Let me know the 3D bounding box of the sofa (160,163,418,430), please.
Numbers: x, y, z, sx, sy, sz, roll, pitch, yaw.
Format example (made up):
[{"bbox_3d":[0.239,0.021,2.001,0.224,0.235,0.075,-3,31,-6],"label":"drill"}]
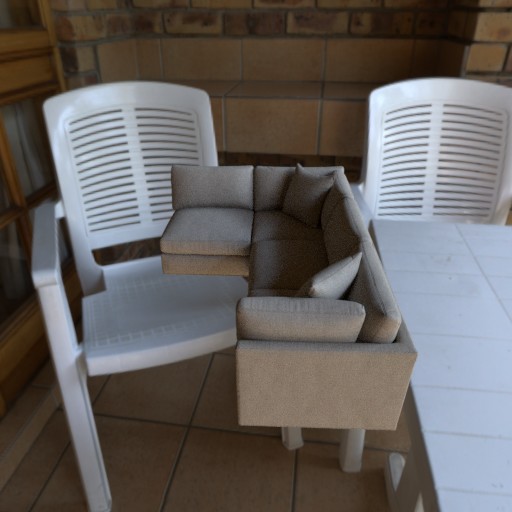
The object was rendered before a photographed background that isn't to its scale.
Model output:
[{"bbox_3d":[0.000,0.000,3.931,1.994,0.978,2.896,1,30,2],"label":"sofa"}]
